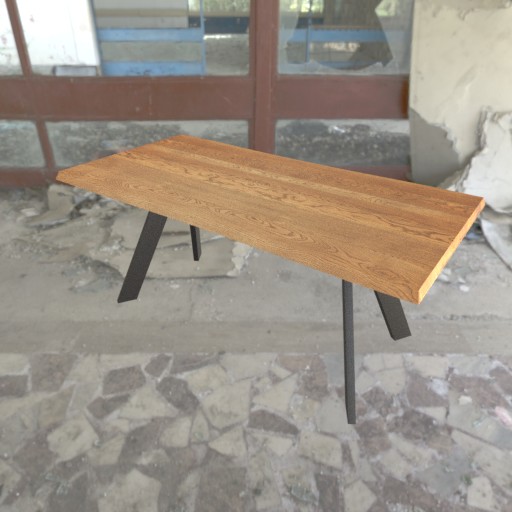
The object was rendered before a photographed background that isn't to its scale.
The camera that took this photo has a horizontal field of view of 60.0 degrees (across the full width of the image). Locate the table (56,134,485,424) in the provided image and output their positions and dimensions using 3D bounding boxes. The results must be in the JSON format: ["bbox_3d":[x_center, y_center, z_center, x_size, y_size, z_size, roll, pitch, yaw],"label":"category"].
[{"bbox_3d":[0.000,0.000,2.229,1.800,0.770,0.900,20,35,30],"label":"table"}]
